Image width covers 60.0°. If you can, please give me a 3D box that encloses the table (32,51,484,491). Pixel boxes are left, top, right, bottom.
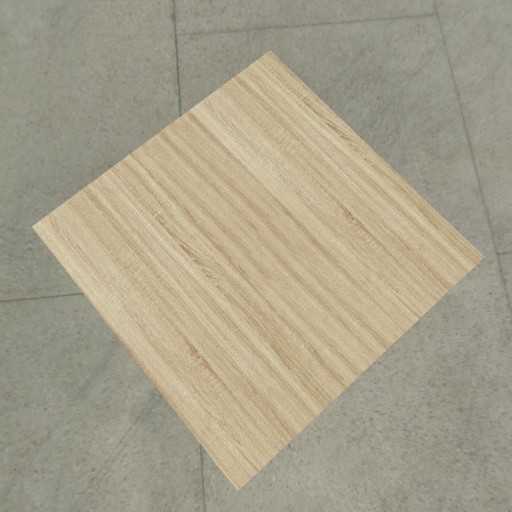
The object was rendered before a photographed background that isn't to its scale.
[{"bbox_3d":[0.000,0.000,1.375,0.890,0.305,0.890,-40,79,-10],"label":"table"}]
